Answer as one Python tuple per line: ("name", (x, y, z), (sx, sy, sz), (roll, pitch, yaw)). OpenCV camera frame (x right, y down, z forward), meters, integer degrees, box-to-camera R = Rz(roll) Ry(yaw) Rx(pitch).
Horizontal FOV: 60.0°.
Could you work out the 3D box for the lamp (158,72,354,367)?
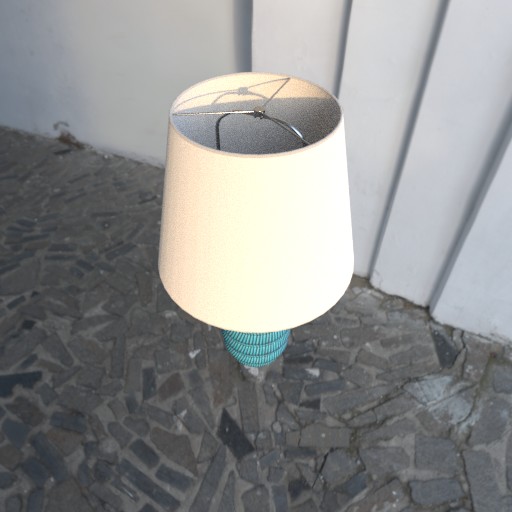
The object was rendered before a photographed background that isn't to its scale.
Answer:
("lamp", (0.000, 0.000, 0.819), (0.355, 0.582, 0.355), (0, 45, 0))
